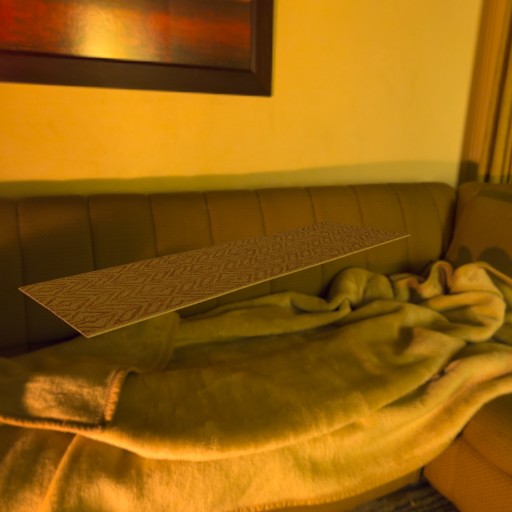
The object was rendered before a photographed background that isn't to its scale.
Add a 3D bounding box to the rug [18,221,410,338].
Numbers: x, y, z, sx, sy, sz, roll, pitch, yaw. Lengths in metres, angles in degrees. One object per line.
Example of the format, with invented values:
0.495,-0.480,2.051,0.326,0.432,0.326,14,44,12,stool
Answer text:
0.000,0.000,2.672,2.435,0.009,0.750,-14,21,-43,rug
